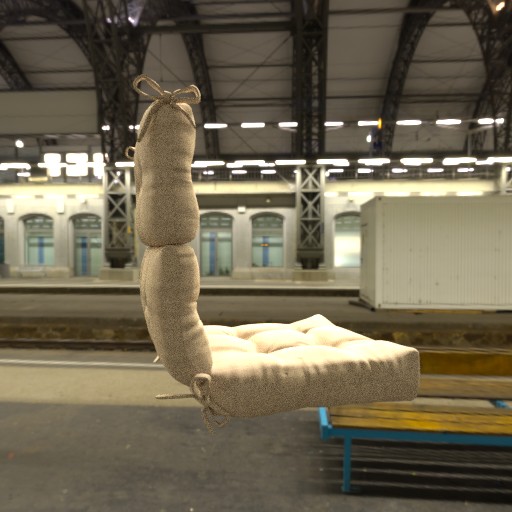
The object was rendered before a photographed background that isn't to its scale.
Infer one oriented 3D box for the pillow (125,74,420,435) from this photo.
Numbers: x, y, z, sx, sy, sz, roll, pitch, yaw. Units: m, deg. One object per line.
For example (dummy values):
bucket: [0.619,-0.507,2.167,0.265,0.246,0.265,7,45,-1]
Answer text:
pillow: [0.000,0.000,1.025,0.571,0.605,0.519,0,1,-17]
